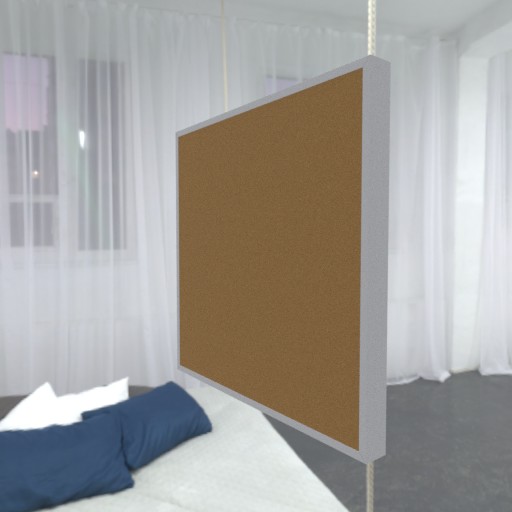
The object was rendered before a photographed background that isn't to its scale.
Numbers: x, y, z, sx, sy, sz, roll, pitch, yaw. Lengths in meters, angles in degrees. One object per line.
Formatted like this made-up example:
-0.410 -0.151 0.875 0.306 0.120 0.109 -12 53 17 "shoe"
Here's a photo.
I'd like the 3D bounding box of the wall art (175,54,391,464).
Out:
0.000 0.000 0.763 0.040 0.509 0.509 -2 3 -38 "wall art"
